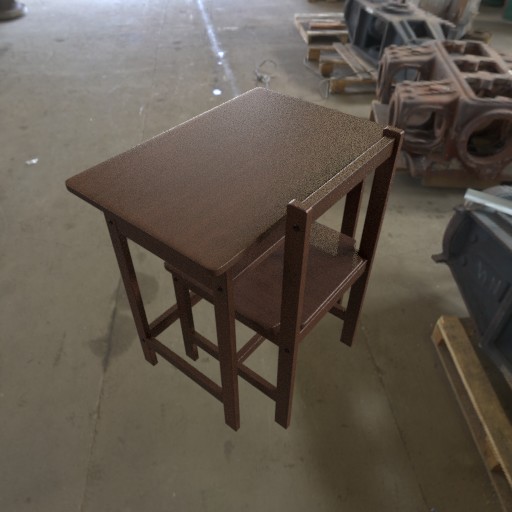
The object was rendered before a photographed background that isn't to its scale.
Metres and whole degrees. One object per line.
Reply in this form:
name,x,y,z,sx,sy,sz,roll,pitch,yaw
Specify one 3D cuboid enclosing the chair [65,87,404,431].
chair,0.000,0.000,1.084,0.463,0.673,0.599,28,49,28
